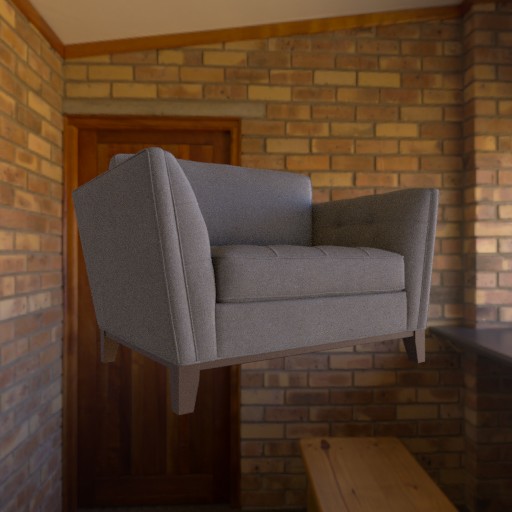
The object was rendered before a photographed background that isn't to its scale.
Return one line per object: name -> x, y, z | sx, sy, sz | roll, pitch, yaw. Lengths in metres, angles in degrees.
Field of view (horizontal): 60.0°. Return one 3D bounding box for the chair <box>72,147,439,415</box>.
chair -> 0.000, 0.000, 2.028 | 1.396, 0.942, 0.965 | 0, 0, -34
